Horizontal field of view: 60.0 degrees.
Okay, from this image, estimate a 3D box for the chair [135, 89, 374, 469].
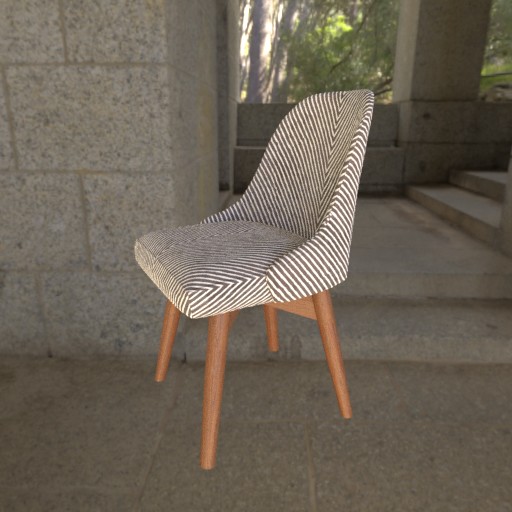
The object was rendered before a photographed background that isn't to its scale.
[{"bbox_3d":[0.000,0.000,1.242,0.591,0.883,0.504,-9,19,-26],"label":"chair"}]
